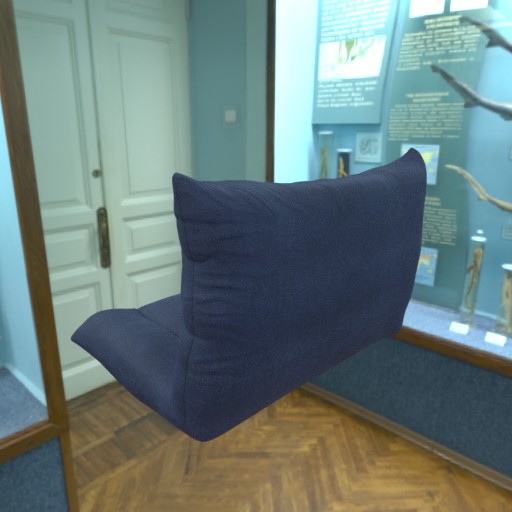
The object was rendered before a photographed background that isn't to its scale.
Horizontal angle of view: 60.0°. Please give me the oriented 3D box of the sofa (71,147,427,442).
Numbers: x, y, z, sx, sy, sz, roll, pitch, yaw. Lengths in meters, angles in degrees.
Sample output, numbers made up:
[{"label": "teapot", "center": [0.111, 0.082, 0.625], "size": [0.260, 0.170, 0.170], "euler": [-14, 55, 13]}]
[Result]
[{"label": "sofa", "center": [0.000, 0.000, 1.658], "size": [1.122, 0.778, 0.849], "euler": [-15, 21, -42]}]
